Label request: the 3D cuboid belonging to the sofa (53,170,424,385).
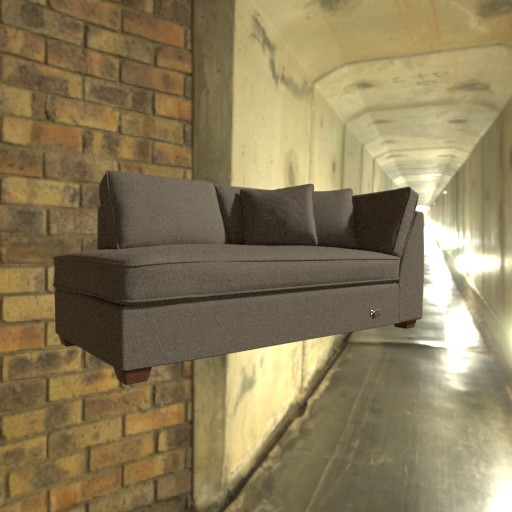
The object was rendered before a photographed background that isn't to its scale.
[{"bbox_3d":[0.000,0.000,2.866,2.237,1.033,1.110,-1,1,-38],"label":"sofa"}]
